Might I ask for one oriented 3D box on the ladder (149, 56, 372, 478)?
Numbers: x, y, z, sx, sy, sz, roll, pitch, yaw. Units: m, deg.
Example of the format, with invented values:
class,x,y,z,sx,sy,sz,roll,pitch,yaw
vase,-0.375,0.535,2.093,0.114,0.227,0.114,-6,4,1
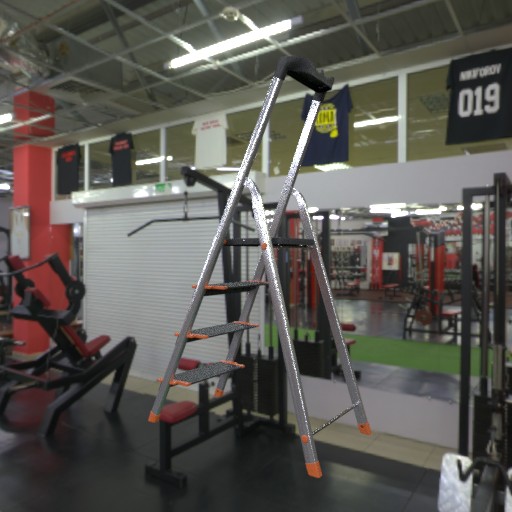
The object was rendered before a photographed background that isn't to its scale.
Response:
class,x,y,z,sx,sy,sz,roll,pitch,yaw
ladder,0.000,0.000,1.850,0.834,1.429,0.452,0,0,36
